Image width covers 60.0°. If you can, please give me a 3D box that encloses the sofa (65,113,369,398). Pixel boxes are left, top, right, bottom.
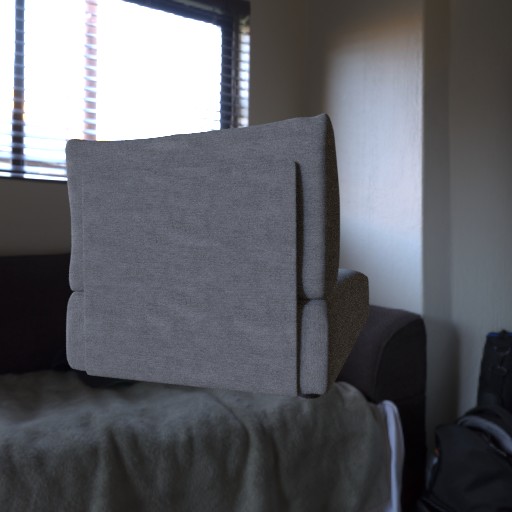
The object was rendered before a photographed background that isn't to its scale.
[{"bbox_3d":[0.000,0.000,2.029,0.930,0.820,1.450,0,1,18],"label":"sofa"}]
